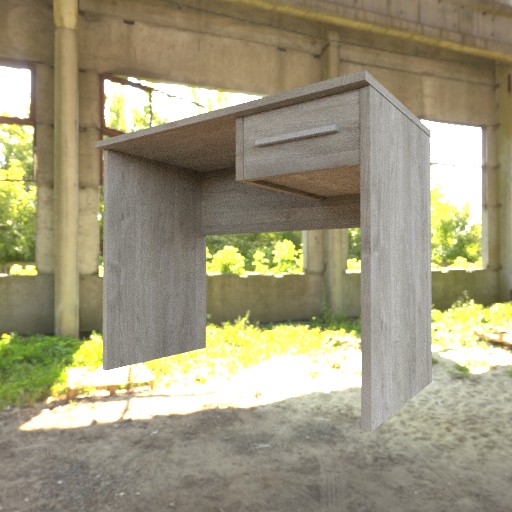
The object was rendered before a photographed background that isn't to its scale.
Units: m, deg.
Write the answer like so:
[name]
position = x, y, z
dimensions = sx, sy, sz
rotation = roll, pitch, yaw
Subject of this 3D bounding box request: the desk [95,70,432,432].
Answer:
[desk]
position = 0.000, 0.000, 1.336
dimensions = 0.893, 0.724, 0.498
rotation = -1, -1, 36
